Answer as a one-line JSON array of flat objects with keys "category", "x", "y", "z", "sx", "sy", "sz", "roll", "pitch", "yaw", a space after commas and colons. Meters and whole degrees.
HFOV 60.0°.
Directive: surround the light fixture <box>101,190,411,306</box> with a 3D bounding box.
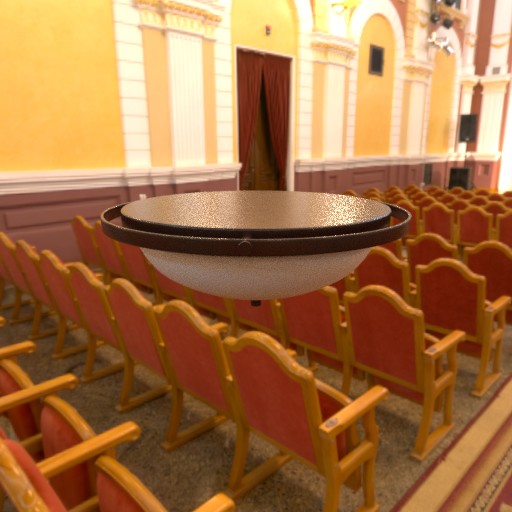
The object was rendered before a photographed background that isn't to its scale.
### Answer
[{"category": "light fixture", "x": 0.000, "y": 0.000, "z": 0.558, "sx": 0.361, "sy": 0.130, "sz": 0.361, "roll": 0, "pitch": 14, "yaw": 0}]
